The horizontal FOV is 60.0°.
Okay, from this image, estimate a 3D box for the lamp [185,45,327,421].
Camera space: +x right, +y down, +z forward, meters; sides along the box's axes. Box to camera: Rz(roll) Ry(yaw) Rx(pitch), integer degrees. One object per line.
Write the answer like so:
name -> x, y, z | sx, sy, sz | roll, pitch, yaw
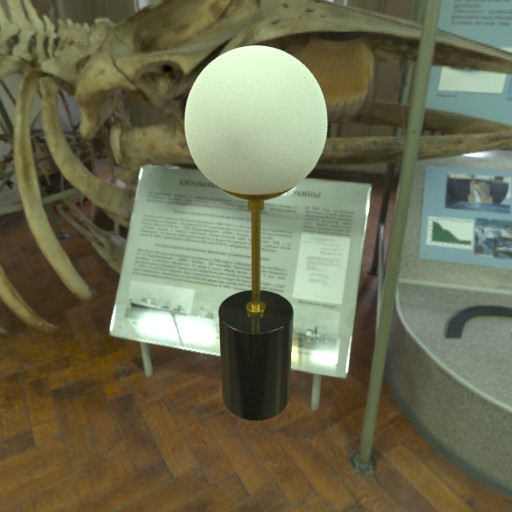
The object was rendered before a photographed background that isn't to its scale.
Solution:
lamp -> 0.000, 0.000, 0.560 | 0.153, 0.480, 0.153 | 0, 29, 0
